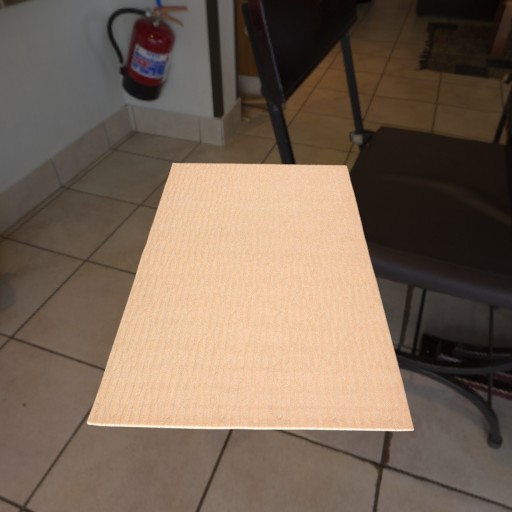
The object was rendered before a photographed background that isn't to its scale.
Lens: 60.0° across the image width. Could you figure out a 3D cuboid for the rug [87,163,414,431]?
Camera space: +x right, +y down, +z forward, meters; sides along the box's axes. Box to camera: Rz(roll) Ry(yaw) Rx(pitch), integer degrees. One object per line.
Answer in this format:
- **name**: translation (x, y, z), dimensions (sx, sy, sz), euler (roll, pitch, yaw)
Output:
- **rug**: translation (0.000, 0.000, 2.968), dimensions (1.531, 0.014, 2.441), euler (1, 41, 1)
